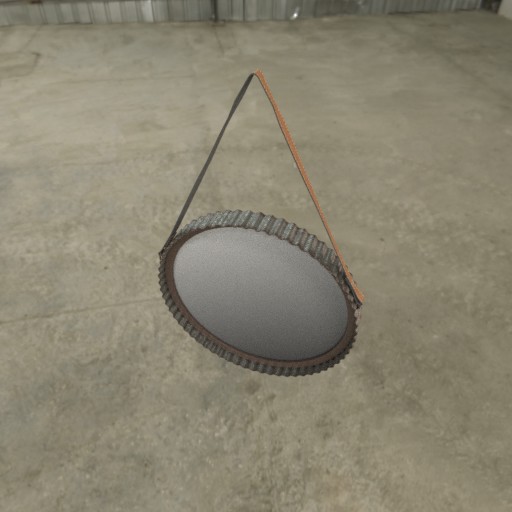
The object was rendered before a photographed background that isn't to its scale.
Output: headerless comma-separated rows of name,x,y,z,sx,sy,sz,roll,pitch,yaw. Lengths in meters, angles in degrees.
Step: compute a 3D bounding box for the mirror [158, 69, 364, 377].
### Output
mirror,0.000,0.000,0.697,0.355,0.568,0.042,13,43,14
